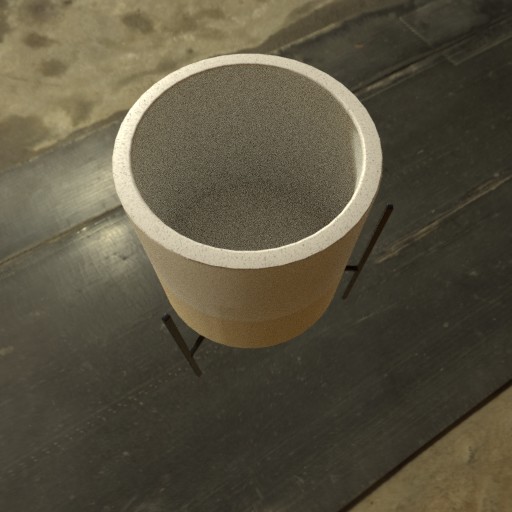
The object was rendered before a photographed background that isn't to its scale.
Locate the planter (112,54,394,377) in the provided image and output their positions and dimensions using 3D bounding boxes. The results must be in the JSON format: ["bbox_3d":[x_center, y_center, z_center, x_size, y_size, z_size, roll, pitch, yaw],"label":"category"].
[{"bbox_3d":[0.000,0.000,0.540,0.263,0.362,0.267,18,66,8],"label":"planter"}]
